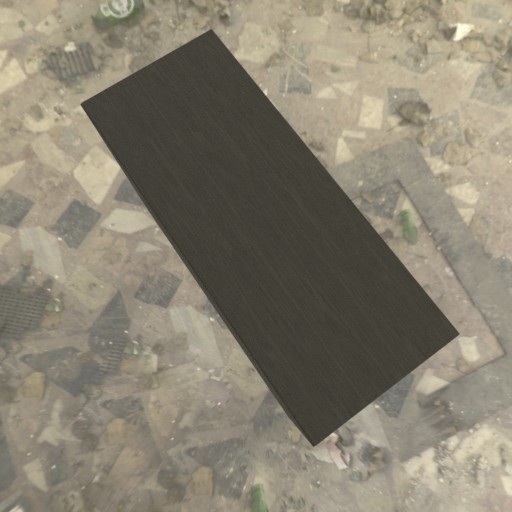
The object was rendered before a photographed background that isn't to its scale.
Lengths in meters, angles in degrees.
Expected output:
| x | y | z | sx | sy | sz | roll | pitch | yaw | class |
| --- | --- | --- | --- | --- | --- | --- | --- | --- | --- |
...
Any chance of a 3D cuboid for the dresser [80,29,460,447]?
| x | y | z | sx | sy | sz | roll | pitch | yaw | class |
| --- | --- | --- | --- | --- | --- | --- | --- | --- | --- |
| 0.000 | 0.000 | 1.448 | 0.404 | 0.816 | 0.994 | -34 | 77 | -9 | dresser |
